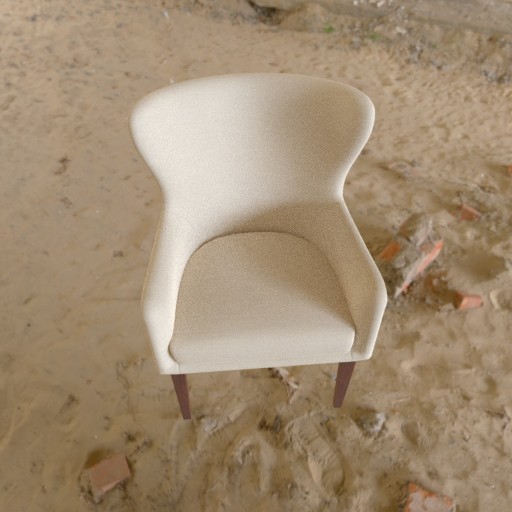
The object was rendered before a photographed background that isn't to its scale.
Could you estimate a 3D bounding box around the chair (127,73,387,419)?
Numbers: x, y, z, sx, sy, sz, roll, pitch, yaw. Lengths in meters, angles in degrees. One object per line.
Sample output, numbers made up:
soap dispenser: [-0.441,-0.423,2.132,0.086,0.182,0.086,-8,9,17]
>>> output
chair: [0.000,0.000,1.504,0.696,0.990,0.744,-3,46,-3]
